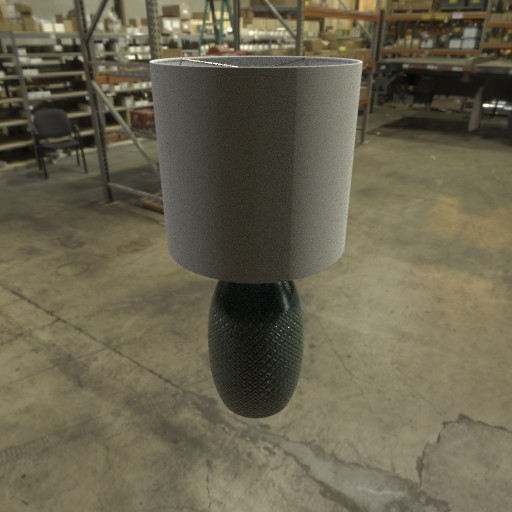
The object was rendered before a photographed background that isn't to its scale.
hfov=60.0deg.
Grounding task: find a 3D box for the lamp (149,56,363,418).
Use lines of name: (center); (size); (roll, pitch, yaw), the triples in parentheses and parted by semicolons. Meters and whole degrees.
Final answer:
lamp: (0.000, 0.000, 0.560); (0.217, 0.453, 0.217); (18, 32, 31)
